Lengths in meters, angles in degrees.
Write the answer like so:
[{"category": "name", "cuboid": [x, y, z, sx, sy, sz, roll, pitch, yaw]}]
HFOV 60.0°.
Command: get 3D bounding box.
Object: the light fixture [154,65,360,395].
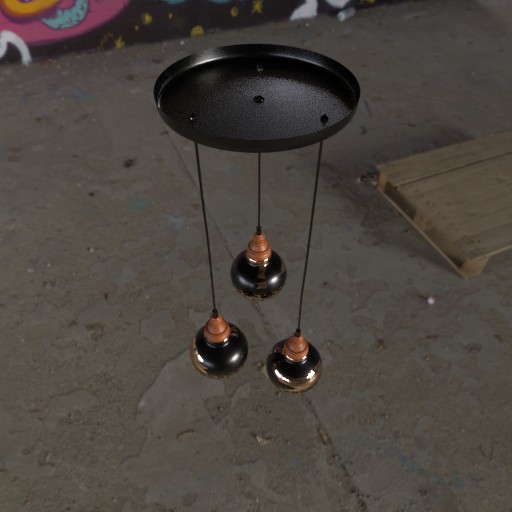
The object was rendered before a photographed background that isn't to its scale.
[{"category": "light fixture", "cuboid": [0.000, 0.000, 1.735, 0.608, 1.410, 0.605, -2, 47, -2]}]
